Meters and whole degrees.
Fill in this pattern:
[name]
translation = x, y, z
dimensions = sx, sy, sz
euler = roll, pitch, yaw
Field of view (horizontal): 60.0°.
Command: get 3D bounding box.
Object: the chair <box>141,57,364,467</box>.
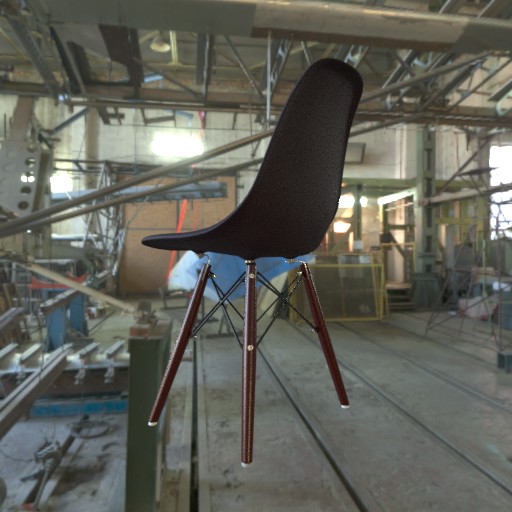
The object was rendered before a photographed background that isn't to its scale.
[chair]
translation = 0.000, 0.000, 1.129
dimensions = 0.533, 0.826, 0.470
euler = 1, 1, 37
